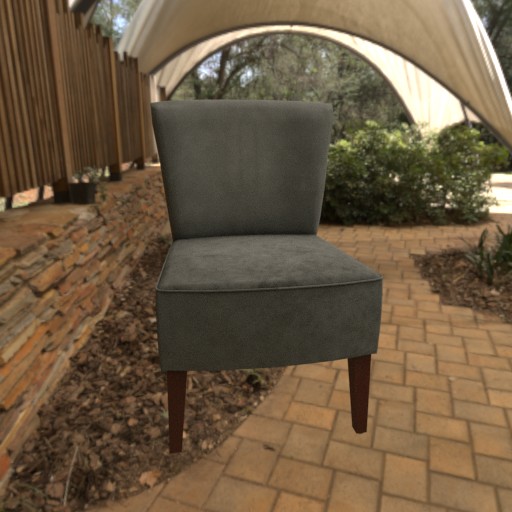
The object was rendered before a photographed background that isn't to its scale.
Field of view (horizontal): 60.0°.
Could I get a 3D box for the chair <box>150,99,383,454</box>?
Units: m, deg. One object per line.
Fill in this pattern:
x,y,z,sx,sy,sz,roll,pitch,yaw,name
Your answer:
0.000,0.000,1.164,0.521,0.806,0.554,-3,16,-9,chair
